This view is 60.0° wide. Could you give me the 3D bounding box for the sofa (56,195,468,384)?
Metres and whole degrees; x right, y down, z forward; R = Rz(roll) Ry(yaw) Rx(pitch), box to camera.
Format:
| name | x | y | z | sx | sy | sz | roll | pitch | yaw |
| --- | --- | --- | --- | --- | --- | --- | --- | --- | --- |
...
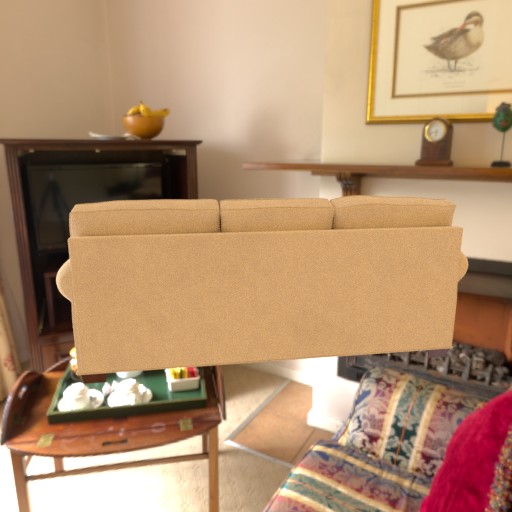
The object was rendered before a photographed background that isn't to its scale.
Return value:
| name | x | y | z | sx | sy | sz | roll | pitch | yaw |
| --- | --- | --- | --- | --- | --- | --- | --- | --- | --- |
| sofa | 0.000 | 0.000 | 2.409 | 1.770 | 0.734 | 1.226 | -2 | 14 | -9 |
